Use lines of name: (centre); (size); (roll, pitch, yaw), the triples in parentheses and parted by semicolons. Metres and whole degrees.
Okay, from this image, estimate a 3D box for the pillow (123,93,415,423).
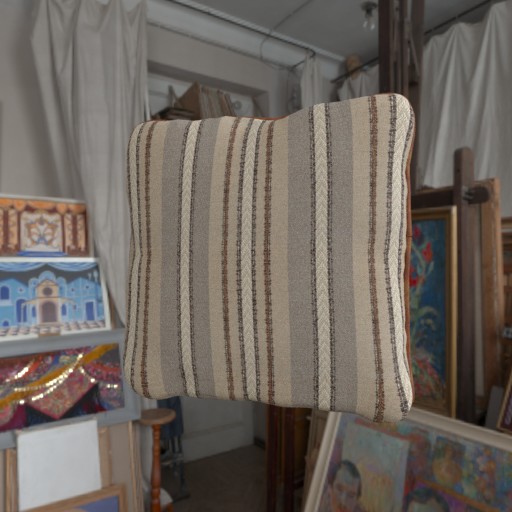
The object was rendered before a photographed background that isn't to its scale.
pillow: (0.000, 0.000, 0.718); (0.489, 0.490, 0.130); (0, -1, 18)
